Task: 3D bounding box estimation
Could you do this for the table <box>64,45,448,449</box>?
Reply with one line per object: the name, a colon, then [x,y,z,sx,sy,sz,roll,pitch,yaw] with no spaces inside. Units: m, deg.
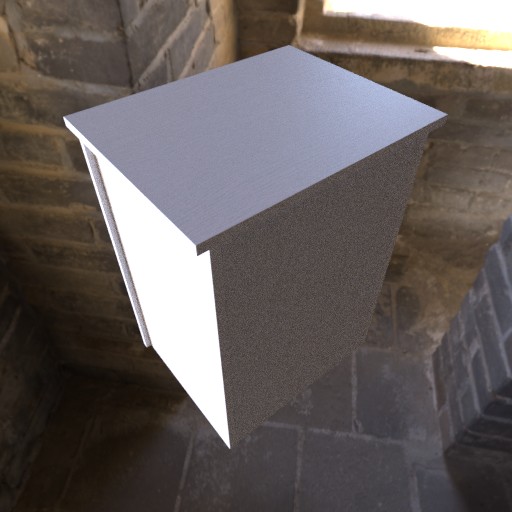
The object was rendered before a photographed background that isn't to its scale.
table: [0.000,0.000,0.929,0.480,0.635,0.381,-30,52,-26]
